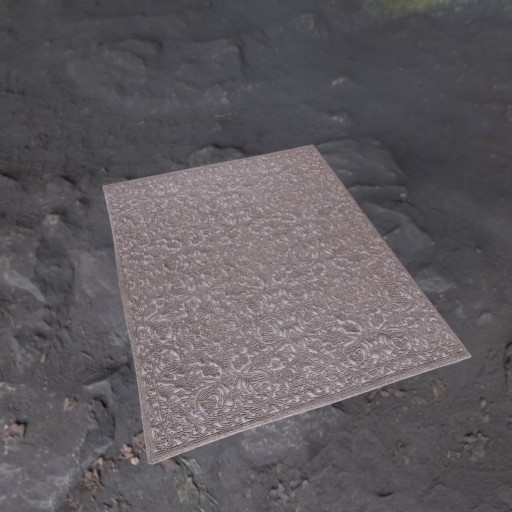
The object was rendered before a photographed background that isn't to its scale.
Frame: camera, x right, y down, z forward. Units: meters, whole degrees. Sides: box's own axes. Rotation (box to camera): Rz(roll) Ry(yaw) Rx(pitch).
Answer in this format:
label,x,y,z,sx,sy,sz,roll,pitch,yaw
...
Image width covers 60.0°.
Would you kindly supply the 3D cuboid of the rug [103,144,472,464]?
label,x,y,z,sx,sy,sz,roll,pitch,yaw
rug,0.000,0.000,4.073,2.472,0.035,3.017,-14,49,-13
